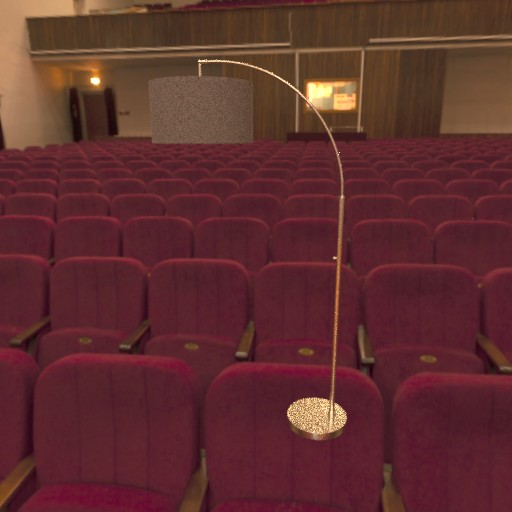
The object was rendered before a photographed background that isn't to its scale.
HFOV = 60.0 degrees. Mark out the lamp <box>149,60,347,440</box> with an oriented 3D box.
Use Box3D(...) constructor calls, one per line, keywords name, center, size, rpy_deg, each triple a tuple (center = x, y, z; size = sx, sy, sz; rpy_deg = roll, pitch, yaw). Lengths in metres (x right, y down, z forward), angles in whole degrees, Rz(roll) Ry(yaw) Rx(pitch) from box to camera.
Box3D(name="lamp", center=(0.000, 0.000, 2.107), size=(0.934, 1.735, 0.452), rpy_deg=(2, 15, 7))
